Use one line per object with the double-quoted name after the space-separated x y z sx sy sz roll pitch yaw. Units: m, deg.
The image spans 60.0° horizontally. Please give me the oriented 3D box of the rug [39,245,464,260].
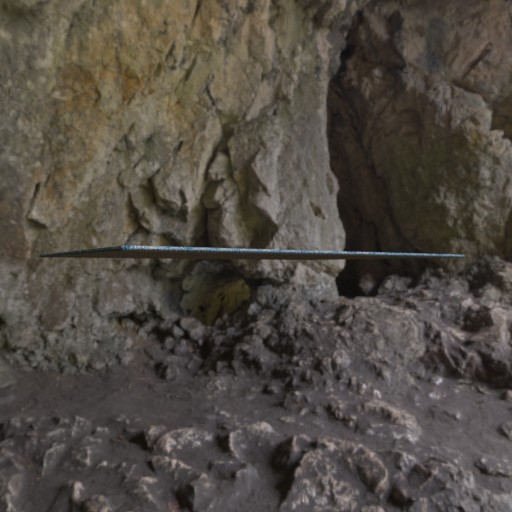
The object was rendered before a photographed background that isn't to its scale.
0.000 0.000 2.287 1.829 0.016 1.219 1 -2 -36 "rug"
